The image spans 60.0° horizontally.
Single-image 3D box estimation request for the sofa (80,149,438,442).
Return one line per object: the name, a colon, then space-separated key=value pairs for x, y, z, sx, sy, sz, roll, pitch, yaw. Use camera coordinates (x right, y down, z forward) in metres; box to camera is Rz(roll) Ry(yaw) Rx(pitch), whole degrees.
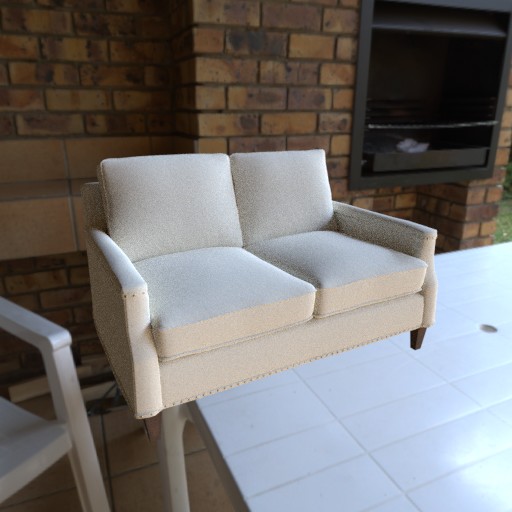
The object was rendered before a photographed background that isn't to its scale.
sofa: x=0.000 y=0.000 z=2.306 sx=1.597 sy=1.003 sz=1.084 roll=-10 pitch=21 yaw=-27
